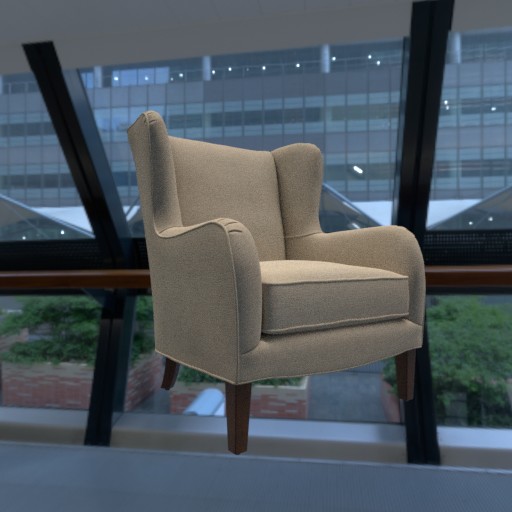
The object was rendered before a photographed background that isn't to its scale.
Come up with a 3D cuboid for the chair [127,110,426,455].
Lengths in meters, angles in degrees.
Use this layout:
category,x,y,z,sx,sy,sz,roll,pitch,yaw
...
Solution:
category,x,y,z,sx,sy,sz,roll,pitch,yaw
chair,0.000,0.000,1.709,0.838,1.040,0.966,0,0,-36
